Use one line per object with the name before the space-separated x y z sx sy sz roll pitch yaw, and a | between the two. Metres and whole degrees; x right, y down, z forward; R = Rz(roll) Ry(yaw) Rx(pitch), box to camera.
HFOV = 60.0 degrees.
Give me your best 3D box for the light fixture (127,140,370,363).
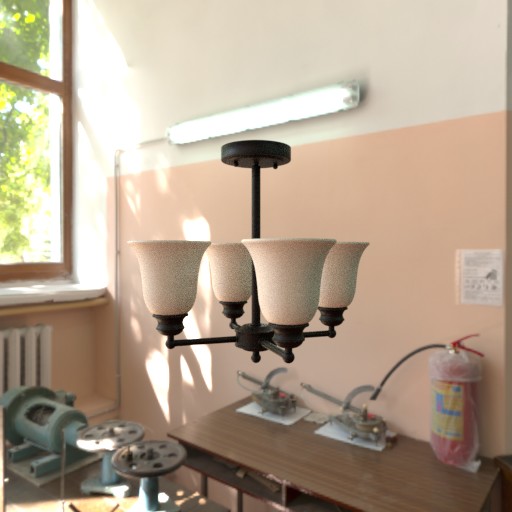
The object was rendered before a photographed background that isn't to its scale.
light fixture | 0.000 0.000 1.914 1.069 0.925 1.069 0 1 -18
